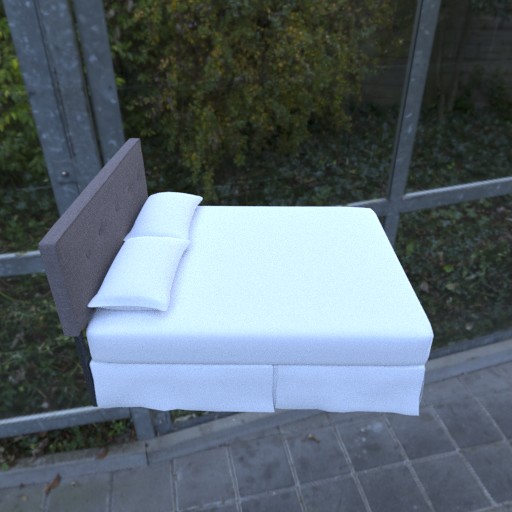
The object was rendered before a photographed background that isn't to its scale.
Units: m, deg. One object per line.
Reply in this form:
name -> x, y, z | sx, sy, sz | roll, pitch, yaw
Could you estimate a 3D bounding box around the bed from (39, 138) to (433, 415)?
bed -> 0.000, 0.000, 2.865 | 1.894, 1.089, 1.610 | 0, 31, 1
